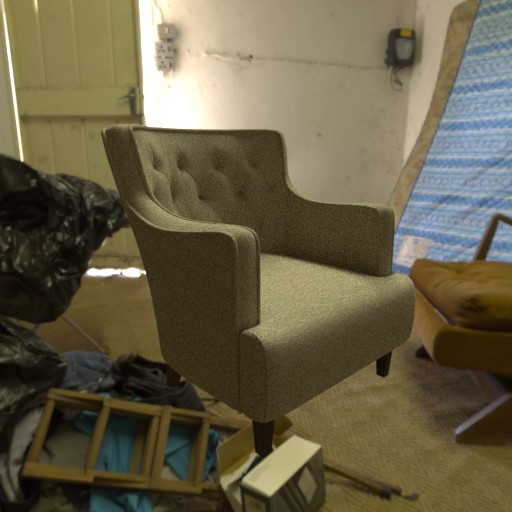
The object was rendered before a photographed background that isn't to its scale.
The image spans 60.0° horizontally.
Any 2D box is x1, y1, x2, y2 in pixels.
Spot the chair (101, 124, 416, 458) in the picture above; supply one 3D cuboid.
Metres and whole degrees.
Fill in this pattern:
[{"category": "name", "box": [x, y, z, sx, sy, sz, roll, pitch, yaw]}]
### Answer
[{"category": "chair", "box": [0.000, 0.000, 1.632, 0.820, 0.920, 0.910, -13, 19, -42]}]
